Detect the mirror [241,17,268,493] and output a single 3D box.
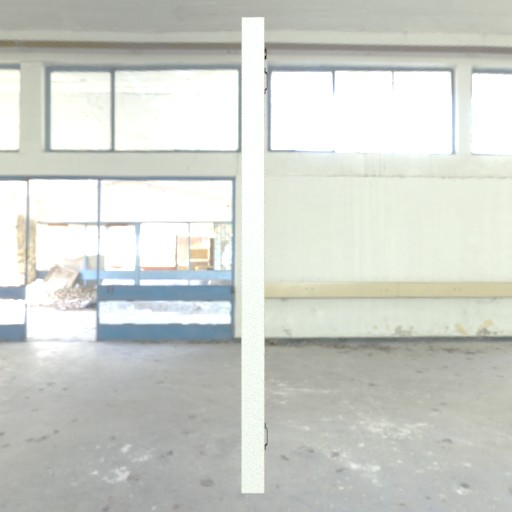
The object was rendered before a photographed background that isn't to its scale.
[{"bbox_3d":[0.000,0.000,0.914,0.039,0.710,0.507,0,-1,1],"label":"mirror"}]
